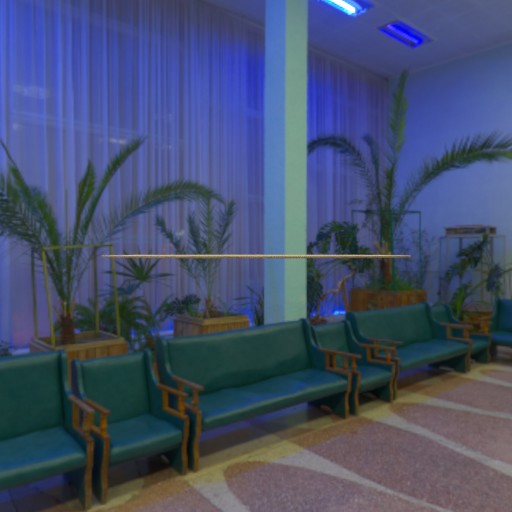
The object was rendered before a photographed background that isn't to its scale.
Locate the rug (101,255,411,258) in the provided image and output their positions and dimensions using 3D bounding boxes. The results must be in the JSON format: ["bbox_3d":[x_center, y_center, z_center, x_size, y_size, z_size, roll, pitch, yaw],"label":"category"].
[{"bbox_3d":[0.000,0.000,3.711,2.444,0.015,2.444,0,0,0],"label":"rug"}]
